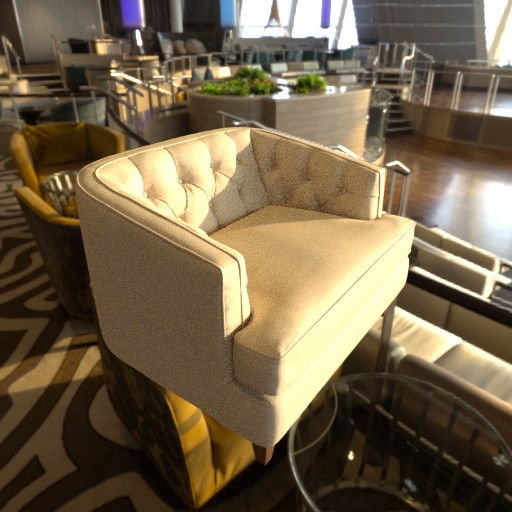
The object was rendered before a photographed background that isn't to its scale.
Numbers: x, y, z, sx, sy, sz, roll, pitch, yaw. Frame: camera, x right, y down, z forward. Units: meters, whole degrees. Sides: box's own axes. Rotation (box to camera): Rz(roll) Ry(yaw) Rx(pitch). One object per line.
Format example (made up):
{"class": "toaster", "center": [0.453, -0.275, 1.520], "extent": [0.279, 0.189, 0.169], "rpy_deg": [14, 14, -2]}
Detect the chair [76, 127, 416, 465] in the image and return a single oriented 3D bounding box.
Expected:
{"class": "chair", "center": [0.000, 0.000, 1.729], "extent": [0.914, 0.787, 1.118], "rpy_deg": [18, 32, 31]}
